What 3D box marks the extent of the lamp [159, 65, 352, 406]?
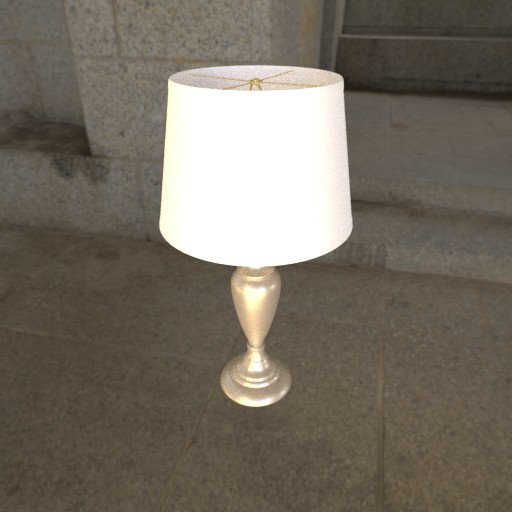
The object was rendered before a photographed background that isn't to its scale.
[{"bbox_3d":[0.000,0.000,0.806,0.328,0.612,0.328,0,30,0],"label":"lamp"}]
